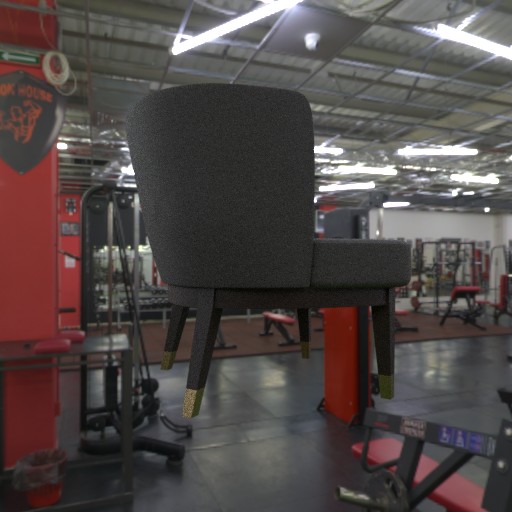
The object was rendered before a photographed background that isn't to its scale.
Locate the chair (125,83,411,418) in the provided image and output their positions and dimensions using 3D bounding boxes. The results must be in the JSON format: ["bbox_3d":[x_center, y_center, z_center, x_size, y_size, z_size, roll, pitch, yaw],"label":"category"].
[{"bbox_3d":[0.000,0.000,1.230,0.698,0.695,0.639,0,-1,-18],"label":"chair"}]
